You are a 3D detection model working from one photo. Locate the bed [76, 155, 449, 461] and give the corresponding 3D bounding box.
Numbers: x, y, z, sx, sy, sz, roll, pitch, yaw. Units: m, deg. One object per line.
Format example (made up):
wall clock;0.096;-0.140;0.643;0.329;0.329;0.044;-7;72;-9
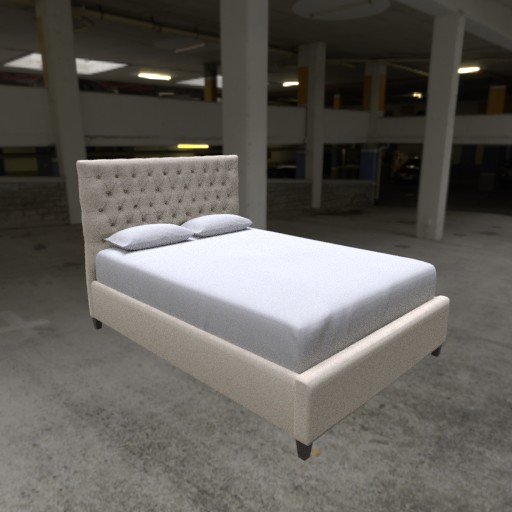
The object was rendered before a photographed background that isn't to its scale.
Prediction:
bed;0.000;0.000;3.426;2.387;1.427;1.698;14;21;43
